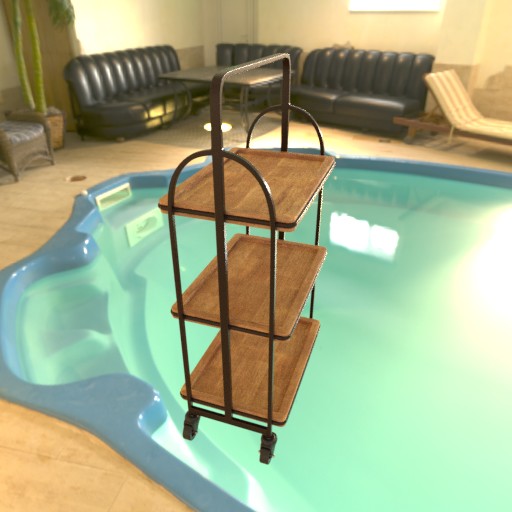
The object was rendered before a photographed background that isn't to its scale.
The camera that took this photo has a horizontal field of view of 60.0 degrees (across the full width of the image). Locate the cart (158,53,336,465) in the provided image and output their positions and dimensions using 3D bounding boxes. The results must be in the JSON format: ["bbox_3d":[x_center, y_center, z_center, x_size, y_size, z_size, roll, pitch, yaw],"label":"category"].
[{"bbox_3d":[0.000,0.000,1.236,0.327,1.001,0.553,10,31,17],"label":"cart"}]
